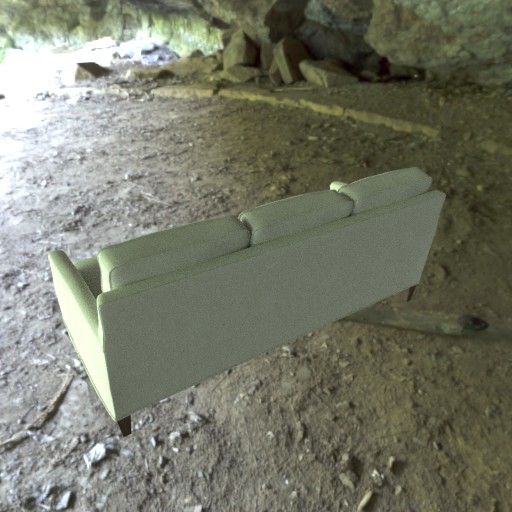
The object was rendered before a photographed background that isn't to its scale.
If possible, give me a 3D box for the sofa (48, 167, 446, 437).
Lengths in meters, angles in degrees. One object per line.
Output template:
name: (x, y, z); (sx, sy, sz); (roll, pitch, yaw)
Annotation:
sofa: (0.000, 0.000, 2.782); (2.246, 1.003, 1.084); (-18, 34, -29)
